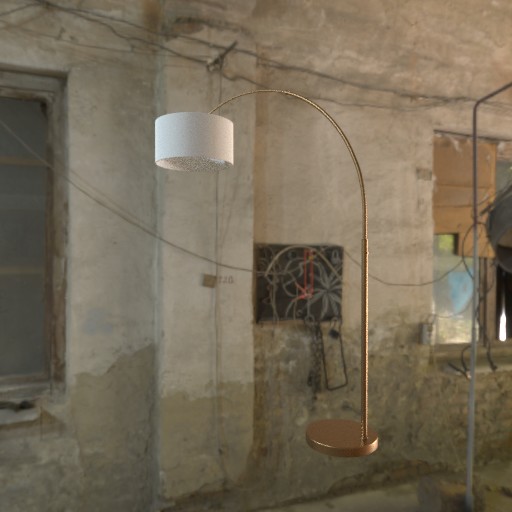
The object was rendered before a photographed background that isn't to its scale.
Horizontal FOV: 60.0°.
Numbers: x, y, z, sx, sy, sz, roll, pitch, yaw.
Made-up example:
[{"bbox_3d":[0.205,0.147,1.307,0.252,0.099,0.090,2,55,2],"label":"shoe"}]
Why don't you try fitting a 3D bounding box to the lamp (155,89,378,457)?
[{"bbox_3d":[0.000,0.000,2.593,1.434,1.927,0.493,1,1,33],"label":"lamp"}]
